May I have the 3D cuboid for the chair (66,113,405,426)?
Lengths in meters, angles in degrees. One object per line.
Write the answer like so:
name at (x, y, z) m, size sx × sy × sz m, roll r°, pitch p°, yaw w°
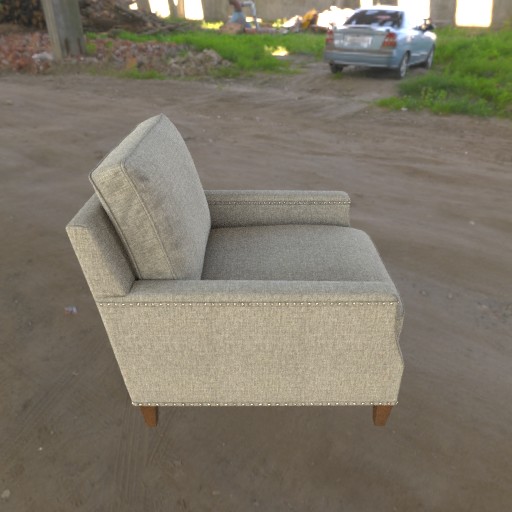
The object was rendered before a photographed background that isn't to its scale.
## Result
chair at (0.000, 0.000, 1.695) m, size 1.014 × 0.943 × 0.853 m, roll 0°, pitch 30°, yaw 0°
